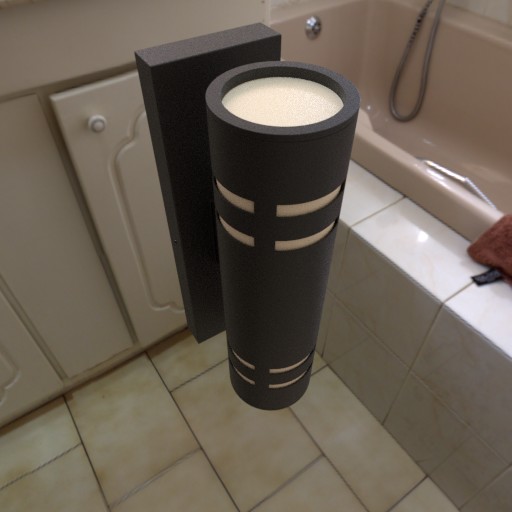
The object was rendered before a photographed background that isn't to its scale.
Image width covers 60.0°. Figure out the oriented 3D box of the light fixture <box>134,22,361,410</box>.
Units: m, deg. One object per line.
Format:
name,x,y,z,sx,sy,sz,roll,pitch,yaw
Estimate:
light fixture,0.000,0.000,0.397,0.105,0.330,0.149,-24,51,-21
